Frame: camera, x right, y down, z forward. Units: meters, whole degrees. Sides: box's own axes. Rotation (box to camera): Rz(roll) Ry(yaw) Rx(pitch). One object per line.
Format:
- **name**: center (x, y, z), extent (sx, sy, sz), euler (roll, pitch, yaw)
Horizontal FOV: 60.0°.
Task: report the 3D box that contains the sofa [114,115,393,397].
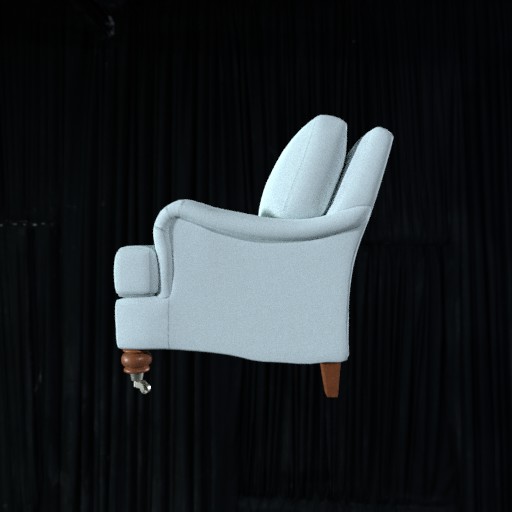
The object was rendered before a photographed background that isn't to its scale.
- **sofa**: center (0.000, 0.000, 2.557), extent (1.084, 1.101, 1.853), euler (0, -1, 1)
